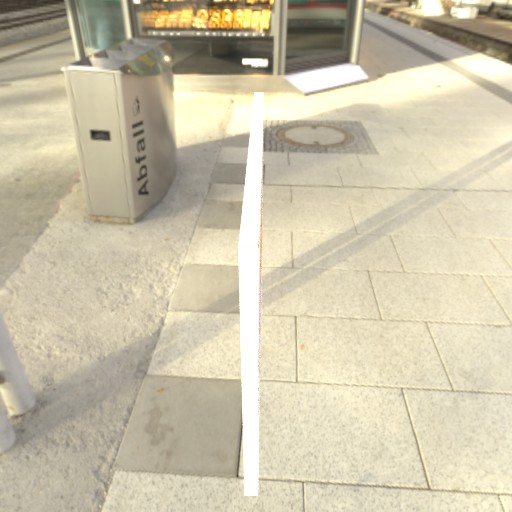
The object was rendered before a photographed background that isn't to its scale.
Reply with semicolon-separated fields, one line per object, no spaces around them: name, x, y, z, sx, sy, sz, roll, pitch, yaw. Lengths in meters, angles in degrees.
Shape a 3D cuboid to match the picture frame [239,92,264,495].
picture frame;0.000;0.000;1.201;0.029;0.640;0.950;1;33;1
